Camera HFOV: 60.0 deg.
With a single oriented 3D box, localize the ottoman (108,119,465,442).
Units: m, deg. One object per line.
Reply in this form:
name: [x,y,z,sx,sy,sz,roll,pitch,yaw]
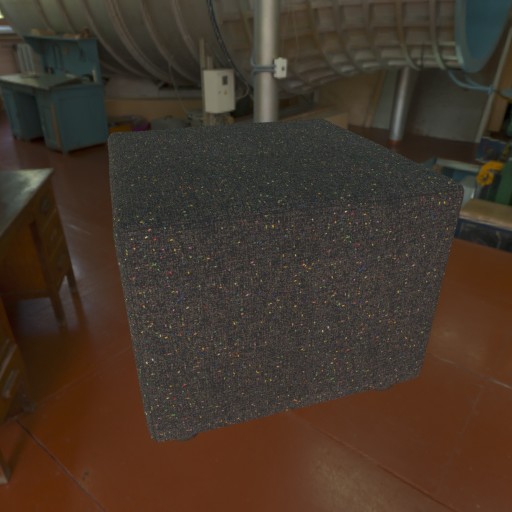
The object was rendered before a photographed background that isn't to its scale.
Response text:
ottoman: [0.000,0.000,0.877,0.508,0.432,0.508,-9,30,-15]
